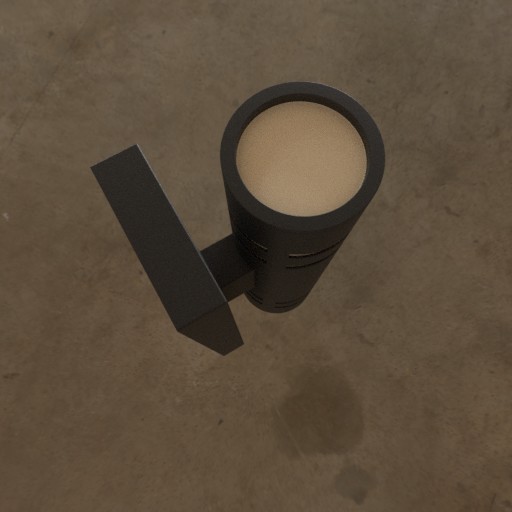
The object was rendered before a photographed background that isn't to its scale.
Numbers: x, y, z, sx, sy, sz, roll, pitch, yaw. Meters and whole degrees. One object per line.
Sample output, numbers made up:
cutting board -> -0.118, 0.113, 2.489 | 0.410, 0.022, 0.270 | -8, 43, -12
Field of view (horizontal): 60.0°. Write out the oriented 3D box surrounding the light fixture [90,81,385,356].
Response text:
light fixture -> 0.000, 0.000, 0.398 | 0.149, 0.330, 0.105 | -29, 77, -7
